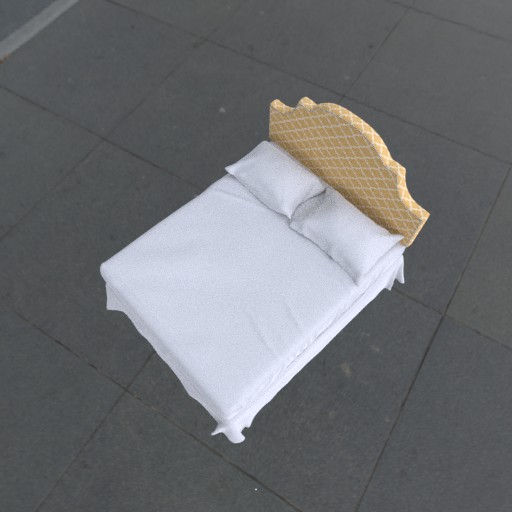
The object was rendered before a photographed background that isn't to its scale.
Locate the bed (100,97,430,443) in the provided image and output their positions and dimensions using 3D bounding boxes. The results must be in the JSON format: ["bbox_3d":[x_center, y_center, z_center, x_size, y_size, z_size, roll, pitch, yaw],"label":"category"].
[{"bbox_3d":[0.000,0.000,3.495,2.222,1.633,1.780,-40,69,-19],"label":"bed"}]
